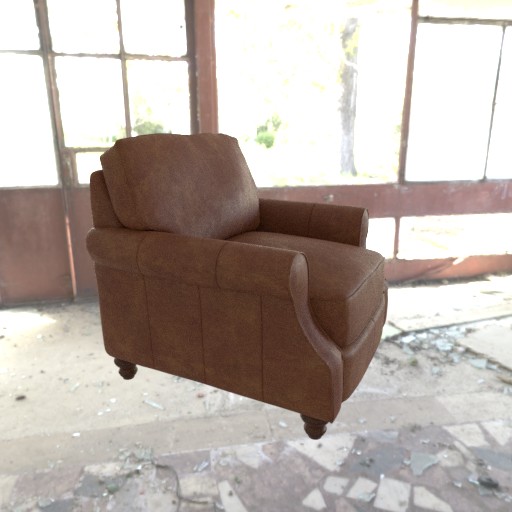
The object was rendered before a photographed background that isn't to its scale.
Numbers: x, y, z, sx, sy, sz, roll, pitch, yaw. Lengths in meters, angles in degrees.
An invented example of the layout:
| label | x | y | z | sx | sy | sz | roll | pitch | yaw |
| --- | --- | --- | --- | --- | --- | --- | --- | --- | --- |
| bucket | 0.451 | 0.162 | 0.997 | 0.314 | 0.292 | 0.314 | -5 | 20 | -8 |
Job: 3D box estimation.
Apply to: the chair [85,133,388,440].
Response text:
| label | x | y | z | sx | sy | sz | roll | pitch | yaw |
| --- | --- | --- | --- | --- | --- | --- | --- | --- | --- |
| chair | 0.000 | 0.000 | 1.800 | 0.986 | 0.962 | 0.983 | 8 | 18 | 25 |
